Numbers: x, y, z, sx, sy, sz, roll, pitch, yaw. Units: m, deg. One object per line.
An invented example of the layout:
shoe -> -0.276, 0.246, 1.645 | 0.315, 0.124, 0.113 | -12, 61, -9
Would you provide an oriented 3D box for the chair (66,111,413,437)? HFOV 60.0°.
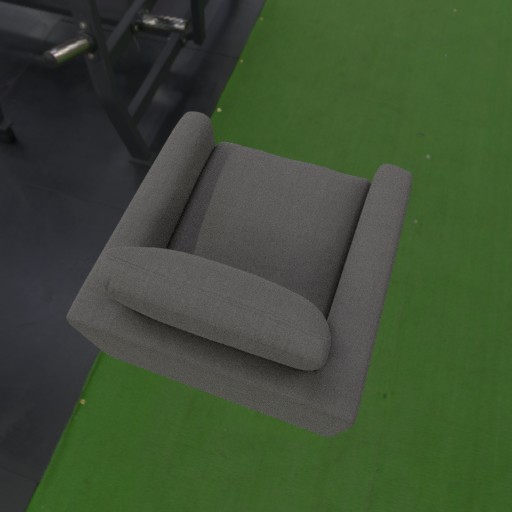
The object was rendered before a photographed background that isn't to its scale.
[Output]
chair -> 0.000, 0.000, 1.879 | 1.070, 0.847, 1.100 | 18, 65, 9
